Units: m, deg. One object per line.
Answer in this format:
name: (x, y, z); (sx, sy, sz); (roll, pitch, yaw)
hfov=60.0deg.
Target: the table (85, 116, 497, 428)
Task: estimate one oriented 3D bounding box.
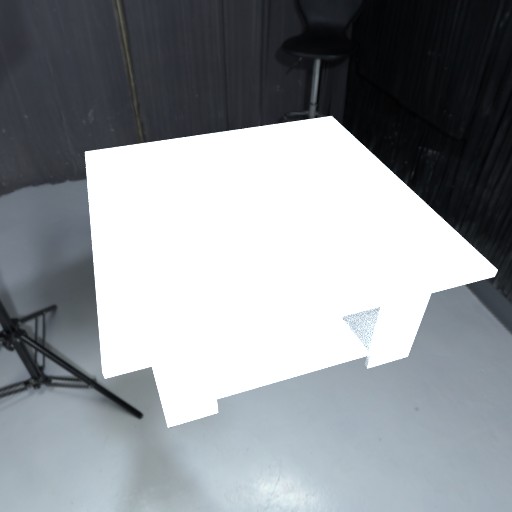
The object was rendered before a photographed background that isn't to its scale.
table: (0.000, 0.000, 1.038); (0.670, 0.305, 0.670); (-12, 43, -14)
